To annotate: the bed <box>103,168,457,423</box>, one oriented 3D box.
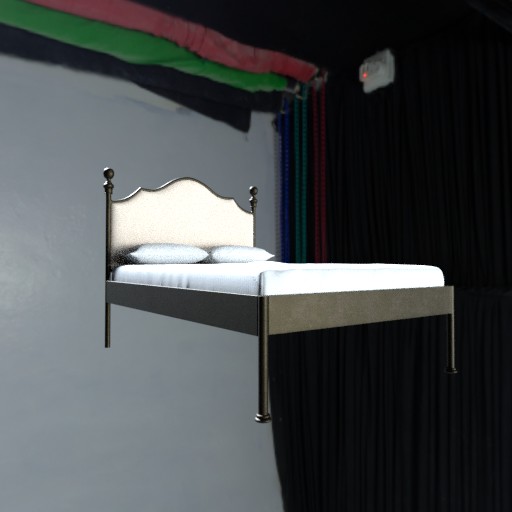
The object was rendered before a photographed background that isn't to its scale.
[{"bbox_3d":[0.000,0.000,3.171,1.533,1.462,2.170,1,-1,-36],"label":"bed"}]
